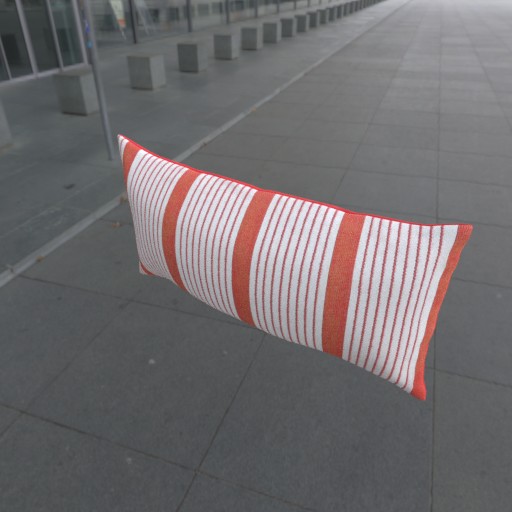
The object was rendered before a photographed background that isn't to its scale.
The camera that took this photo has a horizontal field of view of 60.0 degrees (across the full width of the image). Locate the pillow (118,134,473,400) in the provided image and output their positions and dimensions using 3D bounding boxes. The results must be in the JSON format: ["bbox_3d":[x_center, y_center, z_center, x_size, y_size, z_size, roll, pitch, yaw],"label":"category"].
[{"bbox_3d":[0.000,0.000,0.727,0.608,0.297,0.151,20,37,29],"label":"pillow"}]
